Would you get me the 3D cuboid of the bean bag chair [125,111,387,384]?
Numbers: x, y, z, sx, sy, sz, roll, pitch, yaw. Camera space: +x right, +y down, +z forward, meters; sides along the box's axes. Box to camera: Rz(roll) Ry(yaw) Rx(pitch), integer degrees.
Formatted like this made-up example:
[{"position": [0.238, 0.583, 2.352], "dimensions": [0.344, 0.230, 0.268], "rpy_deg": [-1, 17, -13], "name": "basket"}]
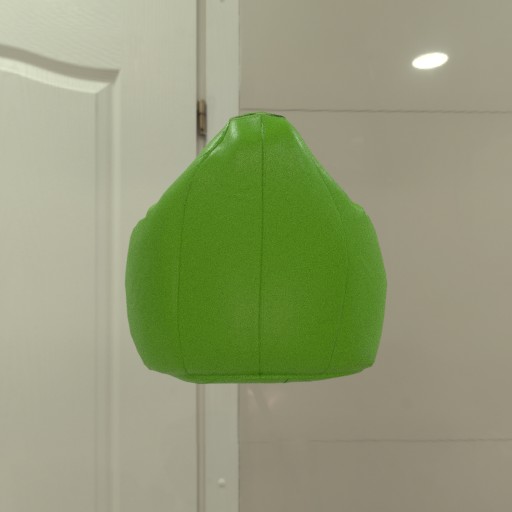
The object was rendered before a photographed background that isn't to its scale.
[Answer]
[{"position": [0.000, 0.000, 1.900], "dimensions": [1.070, 0.990, 1.070], "rpy_deg": [0, -1, -2], "name": "bean bag chair"}]
